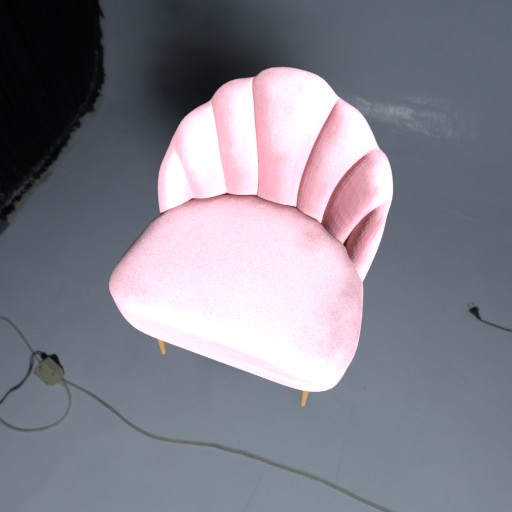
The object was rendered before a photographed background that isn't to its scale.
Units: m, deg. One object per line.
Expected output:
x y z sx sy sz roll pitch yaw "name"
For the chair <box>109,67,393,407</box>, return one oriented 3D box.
0.000 0.000 1.260 0.657 0.819 0.599 17 58 11 "chair"
